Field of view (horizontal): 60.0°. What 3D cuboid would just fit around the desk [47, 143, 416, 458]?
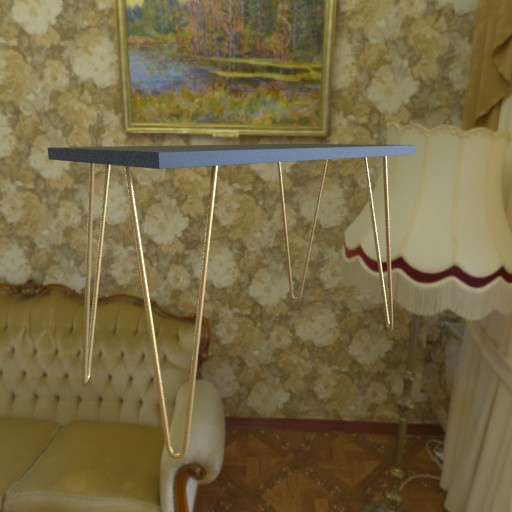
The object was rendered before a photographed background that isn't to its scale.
[{"bbox_3d":[0.000,0.000,1.372,0.499,0.660,0.991,14,21,43],"label":"desk"}]
